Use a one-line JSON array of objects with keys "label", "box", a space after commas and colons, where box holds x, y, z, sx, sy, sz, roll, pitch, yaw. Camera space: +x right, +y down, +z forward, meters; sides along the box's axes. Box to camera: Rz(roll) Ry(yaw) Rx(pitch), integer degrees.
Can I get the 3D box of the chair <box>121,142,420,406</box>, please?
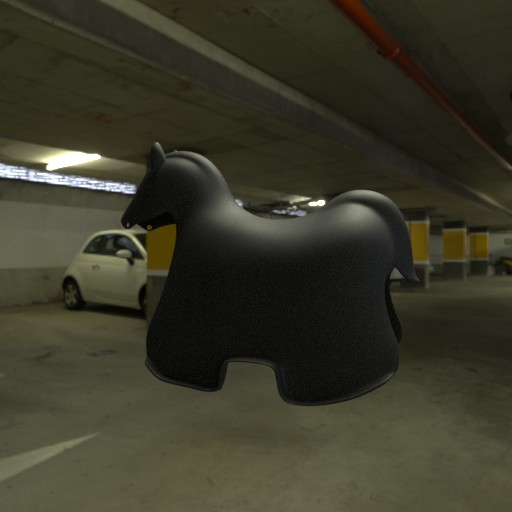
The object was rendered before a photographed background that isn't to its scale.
[{"label": "chair", "box": [0.000, 0.000, 1.153, 0.800, 0.612, 0.429, 0, 0, 19]}]
